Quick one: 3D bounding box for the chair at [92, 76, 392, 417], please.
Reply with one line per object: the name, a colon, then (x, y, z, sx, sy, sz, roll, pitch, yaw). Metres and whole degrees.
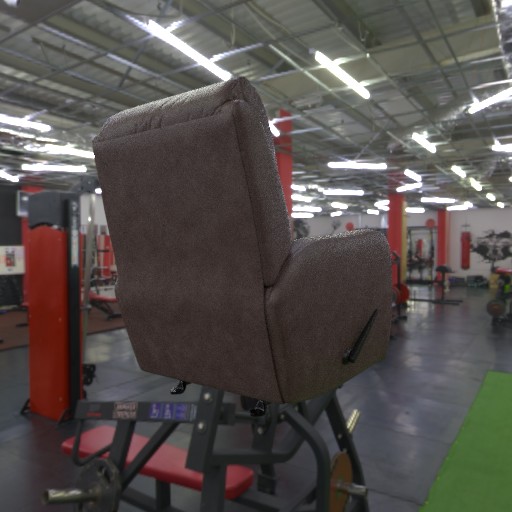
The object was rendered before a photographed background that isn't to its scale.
chair: (0.000, 0.000, 1.805, 0.865, 1.067, 1.067, 1, 1, 36)
